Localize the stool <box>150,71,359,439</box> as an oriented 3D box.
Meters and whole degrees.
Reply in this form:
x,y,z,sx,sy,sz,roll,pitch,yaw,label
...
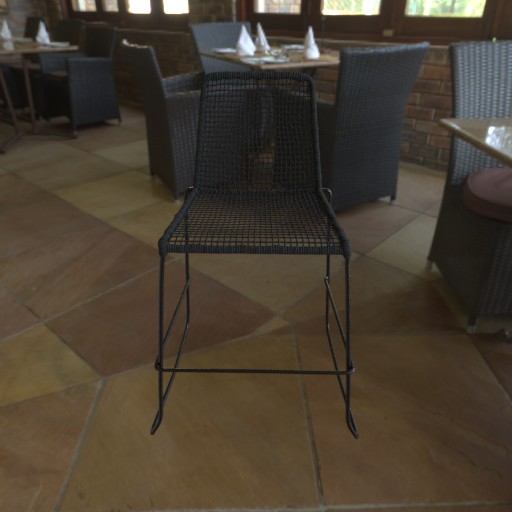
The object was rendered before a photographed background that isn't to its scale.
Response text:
x,y,z,sx,sy,sz,roll,pitch,yaw,label
0.000,0.000,1.239,0.590,0.905,0.509,1,29,1,stool
